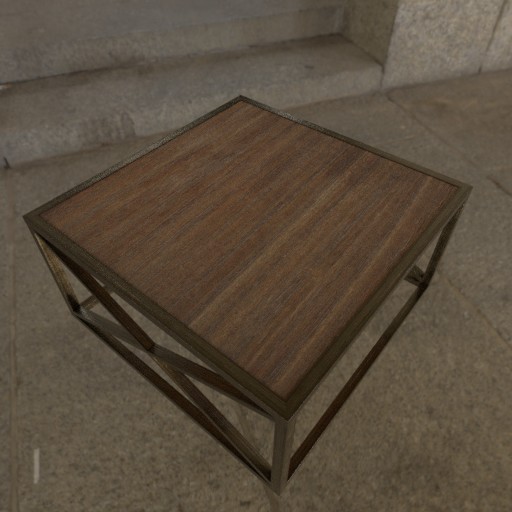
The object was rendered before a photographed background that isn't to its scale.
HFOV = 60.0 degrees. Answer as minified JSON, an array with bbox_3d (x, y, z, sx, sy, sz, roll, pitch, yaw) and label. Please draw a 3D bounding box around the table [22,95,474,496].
[{"bbox_3d":[0.000,0.000,1.411,0.899,0.451,0.909,31,53,26],"label":"table"}]
